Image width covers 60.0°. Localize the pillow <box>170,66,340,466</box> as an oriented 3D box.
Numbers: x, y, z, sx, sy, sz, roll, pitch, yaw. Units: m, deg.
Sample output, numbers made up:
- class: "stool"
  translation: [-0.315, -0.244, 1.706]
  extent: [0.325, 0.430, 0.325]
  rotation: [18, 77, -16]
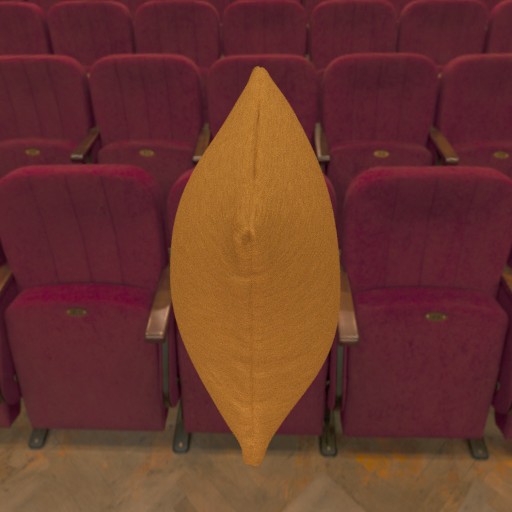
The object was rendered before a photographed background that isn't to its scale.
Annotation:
- class: "pillow"
  translation: [0.000, 0.000, 0.655]
  extent: [0.247, 0.417, 0.435]
  rotation: [1, 40, 1]
